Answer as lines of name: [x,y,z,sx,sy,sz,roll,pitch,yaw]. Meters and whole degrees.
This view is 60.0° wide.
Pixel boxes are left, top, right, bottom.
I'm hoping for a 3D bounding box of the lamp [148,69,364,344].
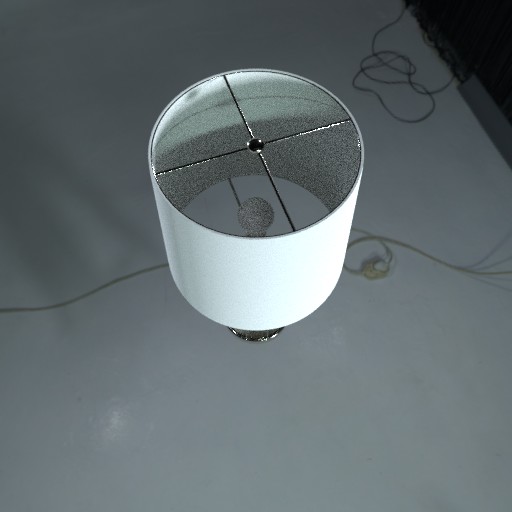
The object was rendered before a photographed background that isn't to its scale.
lamp: [0.000,0.000,0.805,0.303,0.618,0.303,0,64,0]
